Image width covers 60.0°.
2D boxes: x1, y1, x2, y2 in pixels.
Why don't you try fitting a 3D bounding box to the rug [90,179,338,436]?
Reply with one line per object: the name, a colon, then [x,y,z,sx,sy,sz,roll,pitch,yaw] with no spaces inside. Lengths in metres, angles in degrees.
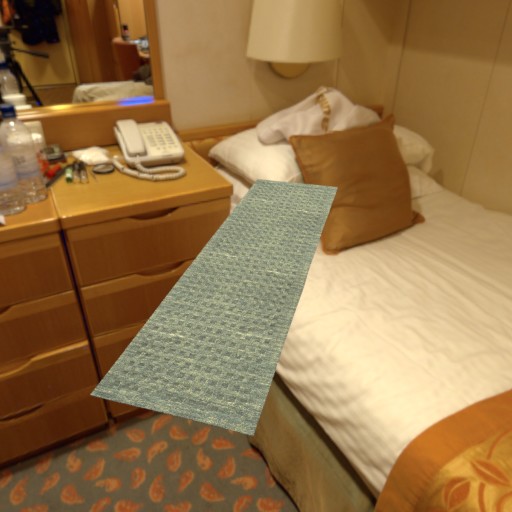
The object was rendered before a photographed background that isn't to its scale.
rug: [0.000,0.000,2.708,0.688,0.008,2.443,9,32,14]
